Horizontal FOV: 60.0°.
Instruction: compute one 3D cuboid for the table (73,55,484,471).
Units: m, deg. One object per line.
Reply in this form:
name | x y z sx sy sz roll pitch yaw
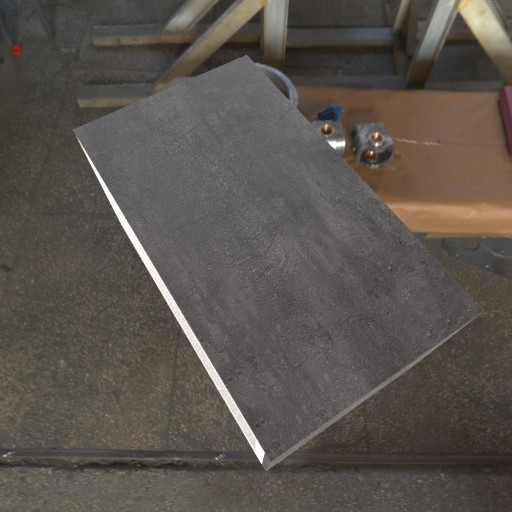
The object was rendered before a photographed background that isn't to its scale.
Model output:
table | 0.000 0.000 0.933 0.400 0.350 0.700 -30 66 -14
